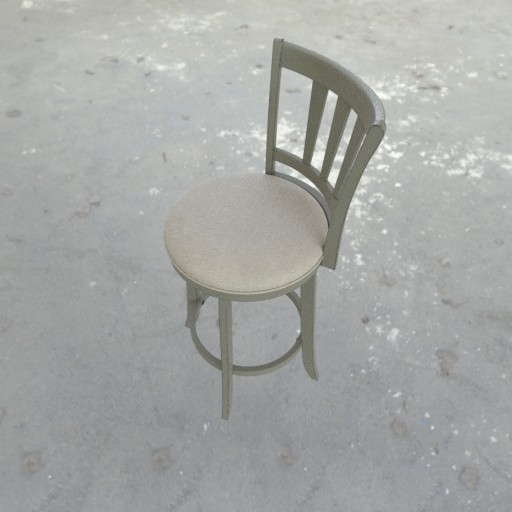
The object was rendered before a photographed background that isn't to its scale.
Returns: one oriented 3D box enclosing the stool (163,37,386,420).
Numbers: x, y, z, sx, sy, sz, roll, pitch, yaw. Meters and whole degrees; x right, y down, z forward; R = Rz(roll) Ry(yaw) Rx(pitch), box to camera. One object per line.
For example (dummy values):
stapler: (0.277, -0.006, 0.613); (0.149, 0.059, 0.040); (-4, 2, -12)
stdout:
stool: (0.000, 0.000, 1.258); (0.486, 0.994, 0.450); (-18, 50, -16)
